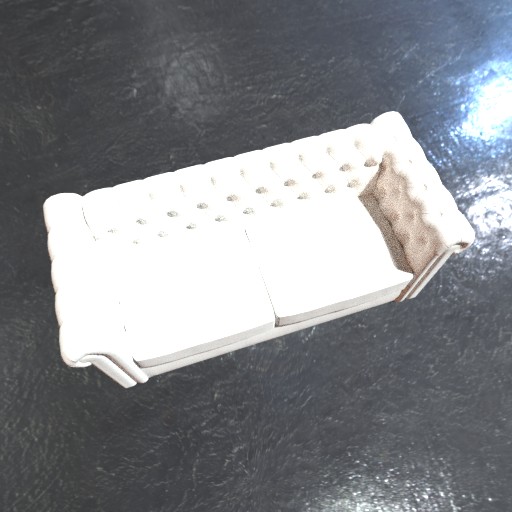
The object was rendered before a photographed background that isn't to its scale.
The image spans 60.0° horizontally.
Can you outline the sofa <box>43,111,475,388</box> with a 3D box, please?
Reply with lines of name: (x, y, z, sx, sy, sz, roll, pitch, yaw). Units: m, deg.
sofa: (0.000, 0.000, 2.260, 1.798, 0.796, 0.771, -16, 64, -8)
